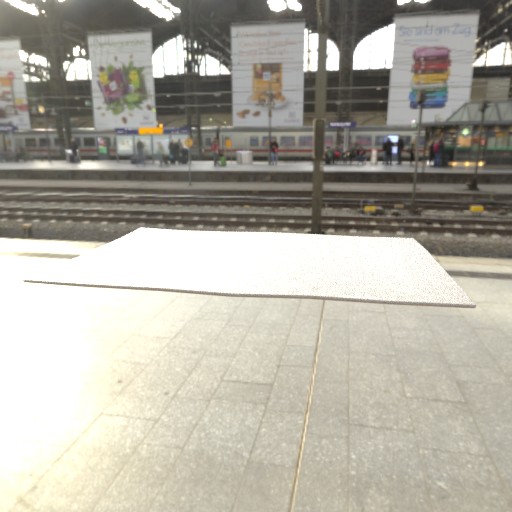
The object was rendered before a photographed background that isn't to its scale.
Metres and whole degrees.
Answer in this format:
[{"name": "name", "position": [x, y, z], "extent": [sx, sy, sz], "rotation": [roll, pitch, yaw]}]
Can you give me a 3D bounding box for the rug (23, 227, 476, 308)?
[{"name": "rug", "position": [0.000, 0.000, 2.348], "extent": [1.829, 0.034, 1.252], "rotation": [2, 14, 9]}]
